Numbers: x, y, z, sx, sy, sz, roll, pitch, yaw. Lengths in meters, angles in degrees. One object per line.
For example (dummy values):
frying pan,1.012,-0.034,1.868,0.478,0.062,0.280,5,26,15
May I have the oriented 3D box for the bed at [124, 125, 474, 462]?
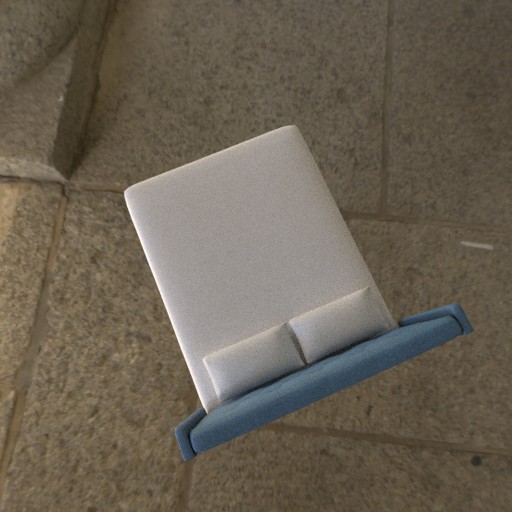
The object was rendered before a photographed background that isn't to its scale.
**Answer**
bed,0.000,0.000,3.350,1.719,1.665,2.078,-23,78,-5
